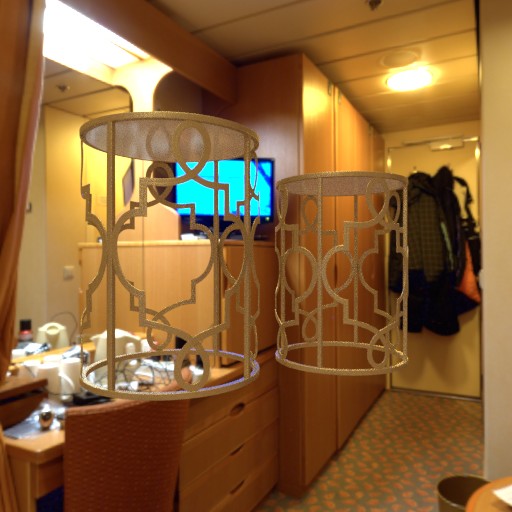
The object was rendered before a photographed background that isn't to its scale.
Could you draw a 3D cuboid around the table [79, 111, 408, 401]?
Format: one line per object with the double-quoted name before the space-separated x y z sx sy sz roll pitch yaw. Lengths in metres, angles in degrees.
"table" 0.000 0.000 1.143 0.846 0.564 0.420 0 0 -19
